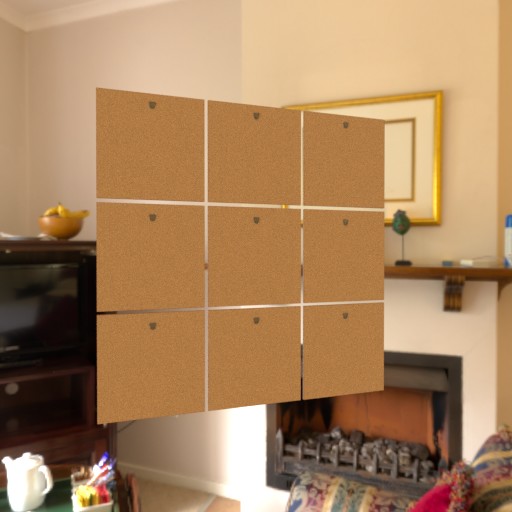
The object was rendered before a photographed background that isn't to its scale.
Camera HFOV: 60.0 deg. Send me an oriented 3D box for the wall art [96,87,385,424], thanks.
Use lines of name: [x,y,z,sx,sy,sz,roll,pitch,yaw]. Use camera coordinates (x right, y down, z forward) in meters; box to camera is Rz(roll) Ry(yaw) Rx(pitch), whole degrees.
wall art: [0.000,0.000,2.266,1.533,1.532,0.019,0,1,-19]
